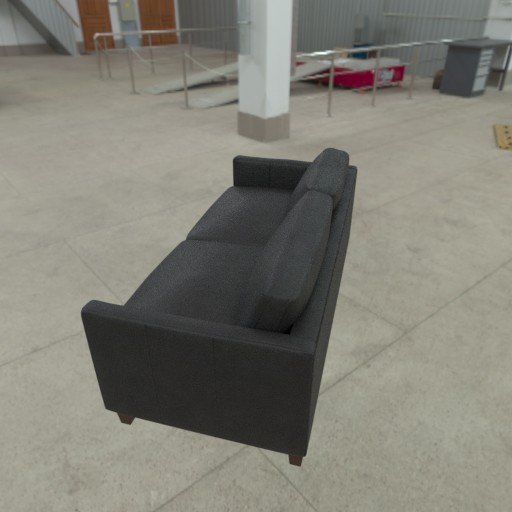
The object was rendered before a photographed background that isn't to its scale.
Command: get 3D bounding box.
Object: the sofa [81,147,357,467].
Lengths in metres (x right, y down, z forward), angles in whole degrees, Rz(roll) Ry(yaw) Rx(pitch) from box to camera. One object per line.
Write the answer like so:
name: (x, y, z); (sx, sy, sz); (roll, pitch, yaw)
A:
sofa: (0.000, 0.000, 2.486); (0.933, 0.863, 1.971); (8, 31, 13)
